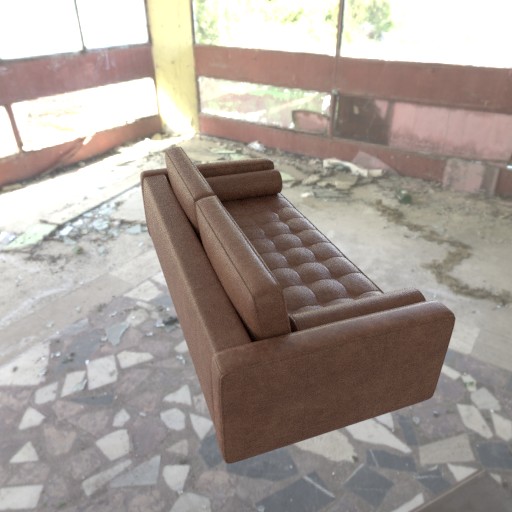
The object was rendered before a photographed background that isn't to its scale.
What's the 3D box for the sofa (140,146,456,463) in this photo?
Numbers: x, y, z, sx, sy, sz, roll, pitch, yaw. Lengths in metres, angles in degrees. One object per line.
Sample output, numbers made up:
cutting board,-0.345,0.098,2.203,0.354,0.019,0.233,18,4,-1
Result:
sofa,0.000,0.000,2.286,0.910,0.760,1.870,-11,32,-17
